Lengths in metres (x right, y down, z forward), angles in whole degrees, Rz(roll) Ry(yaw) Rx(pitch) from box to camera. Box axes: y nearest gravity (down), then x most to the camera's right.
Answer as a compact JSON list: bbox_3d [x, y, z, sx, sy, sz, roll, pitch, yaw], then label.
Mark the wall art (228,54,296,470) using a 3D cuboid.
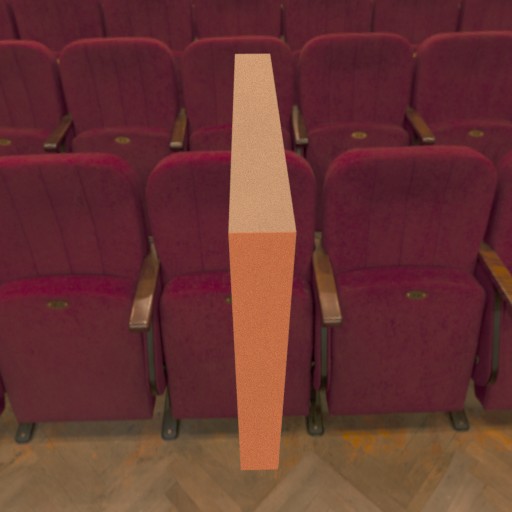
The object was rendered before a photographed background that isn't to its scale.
[{"bbox_3d":[0.000,0.000,0.459,0.038,0.305,0.305,-1,42,-1],"label":"wall art"}]
